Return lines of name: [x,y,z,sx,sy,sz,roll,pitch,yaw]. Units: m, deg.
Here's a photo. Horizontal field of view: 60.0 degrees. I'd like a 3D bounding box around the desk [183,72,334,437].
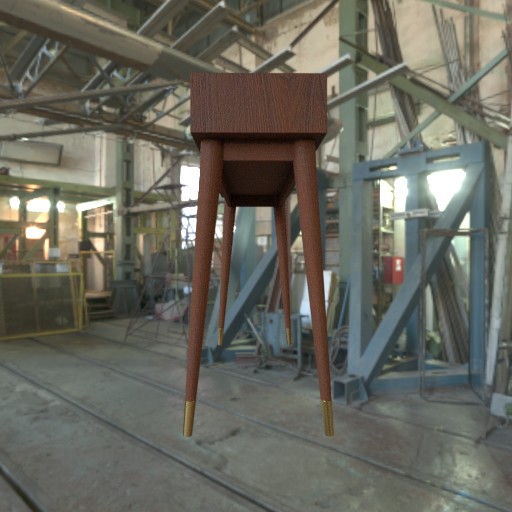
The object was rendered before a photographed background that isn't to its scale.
desk: [0.000,0.000,1.716,0.384,0.917,1.204,0,0,-1]
